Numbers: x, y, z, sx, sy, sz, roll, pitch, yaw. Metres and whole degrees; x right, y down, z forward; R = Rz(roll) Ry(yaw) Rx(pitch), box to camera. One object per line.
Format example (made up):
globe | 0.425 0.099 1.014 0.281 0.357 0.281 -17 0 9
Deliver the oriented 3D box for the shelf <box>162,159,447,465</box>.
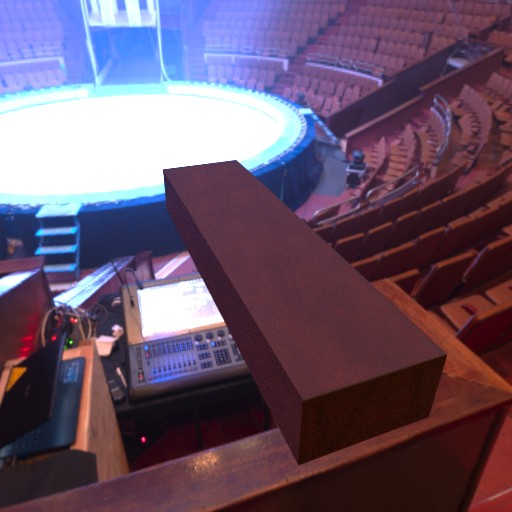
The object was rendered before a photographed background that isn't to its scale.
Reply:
shelf | 0.000 0.000 0.660 0.152 0.088 0.607 -11 33 -18
